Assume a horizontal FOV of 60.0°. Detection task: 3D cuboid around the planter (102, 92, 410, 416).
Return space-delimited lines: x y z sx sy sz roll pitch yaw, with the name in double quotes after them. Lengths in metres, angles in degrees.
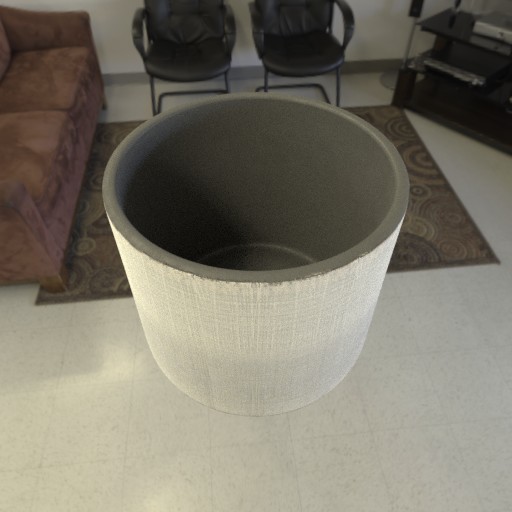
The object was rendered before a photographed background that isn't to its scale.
0.000 0.000 0.400 0.226 0.201 0.226 0 48 0 "planter"
